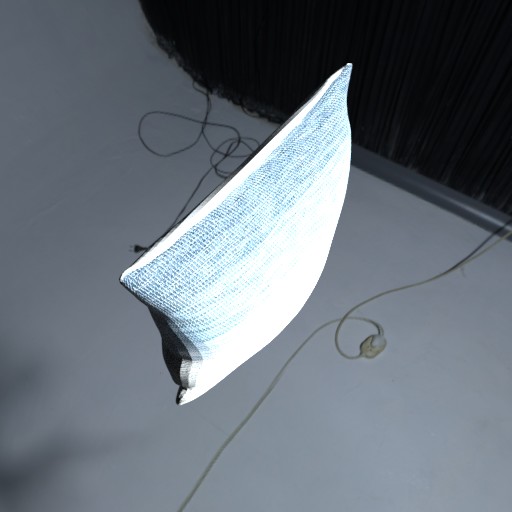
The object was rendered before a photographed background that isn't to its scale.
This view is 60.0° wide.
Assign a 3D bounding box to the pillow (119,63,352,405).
[{"bbox_3d":[0.000,0.000,0.687,0.182,0.441,0.440,32,63,19],"label":"pillow"}]
